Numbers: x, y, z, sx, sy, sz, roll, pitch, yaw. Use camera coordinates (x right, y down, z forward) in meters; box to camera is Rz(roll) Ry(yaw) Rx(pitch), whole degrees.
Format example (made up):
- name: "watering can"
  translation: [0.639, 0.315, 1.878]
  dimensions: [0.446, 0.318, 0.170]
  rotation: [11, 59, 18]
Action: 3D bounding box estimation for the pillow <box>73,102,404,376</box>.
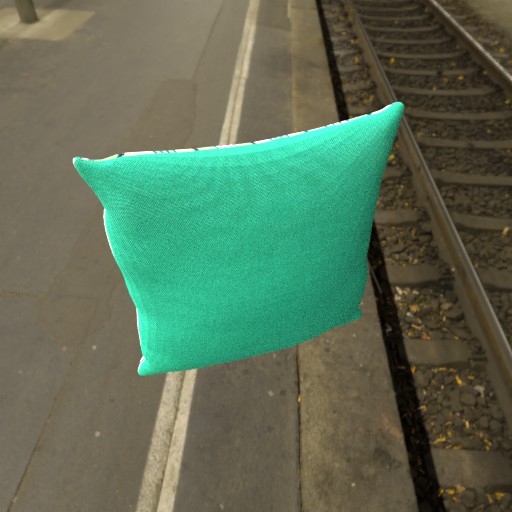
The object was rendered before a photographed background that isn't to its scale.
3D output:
- name: "pillow"
  translation: [0.000, 0.000, 0.694]
  dimensions: [0.440, 0.441, 0.182]
  rotation: [-13, 44, -14]
